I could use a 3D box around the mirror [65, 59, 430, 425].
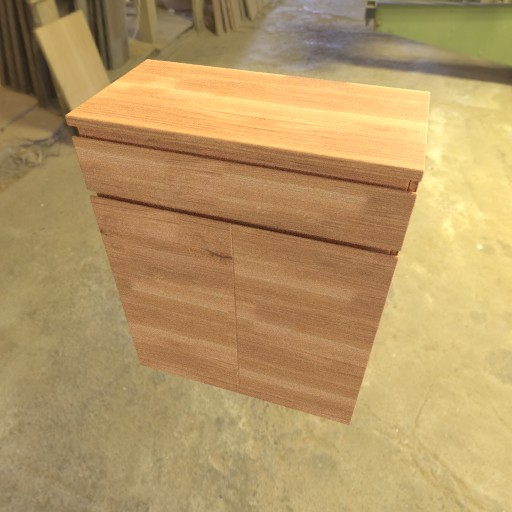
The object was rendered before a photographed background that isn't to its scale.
[{"bbox_3d":[0.000,0.000,1.409,0.800,1.000,0.400,12,44,13],"label":"mirror"}]
